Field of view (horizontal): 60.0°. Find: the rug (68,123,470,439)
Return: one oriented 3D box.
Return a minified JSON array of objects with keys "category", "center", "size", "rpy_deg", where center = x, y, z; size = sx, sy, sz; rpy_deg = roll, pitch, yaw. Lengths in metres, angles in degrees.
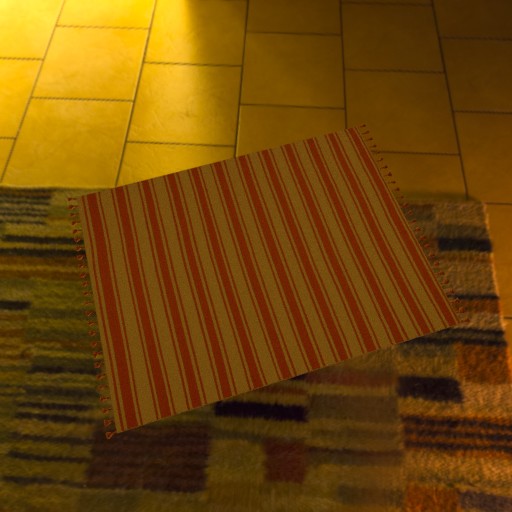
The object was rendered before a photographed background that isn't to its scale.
[{"category":"rug","center":[0.000,0.000,4.354],"size":[3.369,0.035,2.451],"rpy_deg":[-16,66,-7]}]
